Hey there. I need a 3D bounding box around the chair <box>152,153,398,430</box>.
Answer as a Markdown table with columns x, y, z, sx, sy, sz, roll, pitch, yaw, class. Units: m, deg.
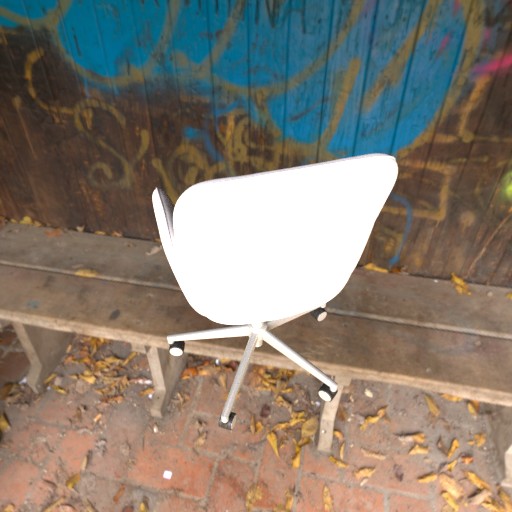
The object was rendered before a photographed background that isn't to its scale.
| x | y | z | sx | sy | sz | roll | pitch | yaw | class |
| --- | --- | --- | --- | --- | --- | --- | --- | --- | --- |
| 0.000 | 0.000 | 1.397 | 0.648 | 0.959 | 0.633 | -11 | 43 | -13 | chair |
